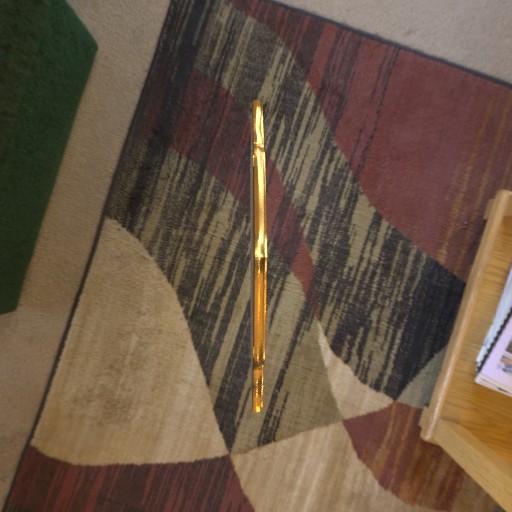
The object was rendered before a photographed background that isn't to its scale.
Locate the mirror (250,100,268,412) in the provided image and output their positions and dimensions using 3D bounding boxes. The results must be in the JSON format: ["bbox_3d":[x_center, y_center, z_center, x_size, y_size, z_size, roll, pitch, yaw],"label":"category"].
[{"bbox_3d":[0.000,0.000,0.866,0.018,0.635,0.513,0,90,-1],"label":"mirror"}]
